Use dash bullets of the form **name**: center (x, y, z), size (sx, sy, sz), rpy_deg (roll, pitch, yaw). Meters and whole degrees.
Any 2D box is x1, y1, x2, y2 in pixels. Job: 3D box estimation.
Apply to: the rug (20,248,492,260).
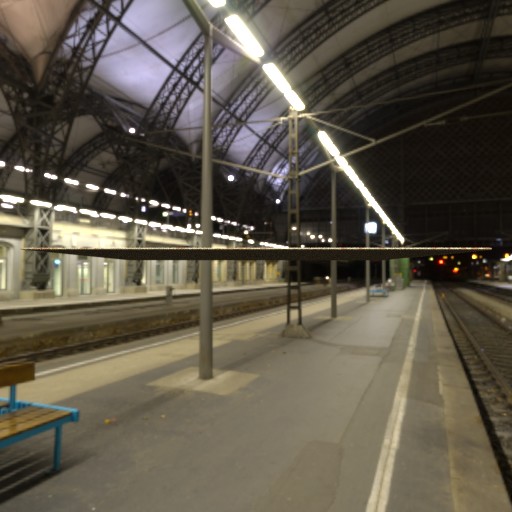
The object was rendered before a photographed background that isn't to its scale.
- **rug**: center (0.000, 0.000, 4.073), size (3.050, 0.011, 2.441), rpy_deg (0, -2, 0)
